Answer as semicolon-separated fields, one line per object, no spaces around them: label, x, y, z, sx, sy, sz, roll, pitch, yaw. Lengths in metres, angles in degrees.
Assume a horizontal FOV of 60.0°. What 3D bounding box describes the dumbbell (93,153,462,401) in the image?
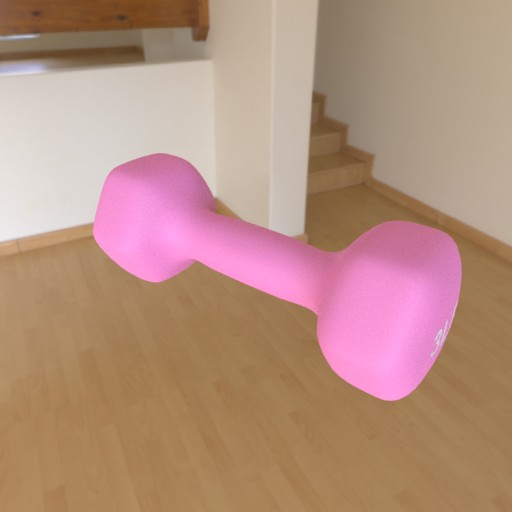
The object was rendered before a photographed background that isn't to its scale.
dumbbell;0.000;0.000;0.189;0.159;0.058;0.064;22;38;31
